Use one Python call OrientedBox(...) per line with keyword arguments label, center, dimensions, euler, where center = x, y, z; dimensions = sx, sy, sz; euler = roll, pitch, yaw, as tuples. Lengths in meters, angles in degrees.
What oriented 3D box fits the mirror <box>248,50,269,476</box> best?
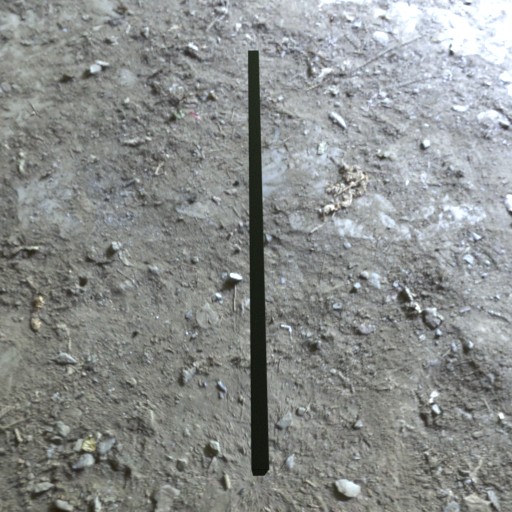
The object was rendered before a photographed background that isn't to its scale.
OrientedBox(label="mirror", center=(0.000, 0.000, 1.796), dimensions=(0.047, 0.692, 1.584), euler=(-1, 62, 0))
